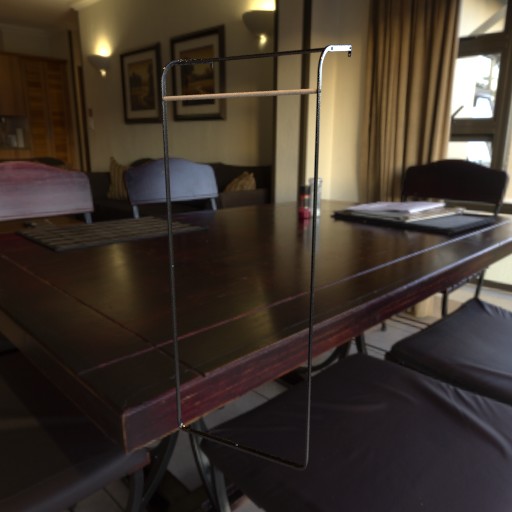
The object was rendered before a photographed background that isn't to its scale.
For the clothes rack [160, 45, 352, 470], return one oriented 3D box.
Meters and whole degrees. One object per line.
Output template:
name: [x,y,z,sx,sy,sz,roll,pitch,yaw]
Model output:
clothes rack: [0.000,0.000,1.787,0.609,1.574,0.349,7,16,25]
